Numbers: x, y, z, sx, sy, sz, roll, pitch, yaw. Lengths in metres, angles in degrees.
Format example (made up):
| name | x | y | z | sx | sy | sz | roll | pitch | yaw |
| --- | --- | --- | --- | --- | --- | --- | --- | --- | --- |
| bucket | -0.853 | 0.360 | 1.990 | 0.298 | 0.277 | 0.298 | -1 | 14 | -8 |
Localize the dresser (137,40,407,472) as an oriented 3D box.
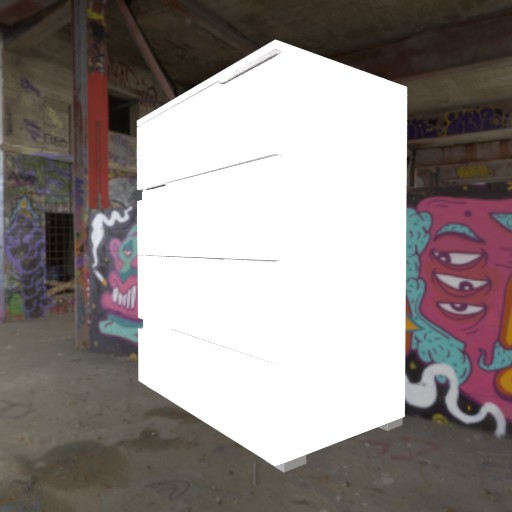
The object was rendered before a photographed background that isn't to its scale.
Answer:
| name | x | y | z | sx | sy | sz | roll | pitch | yaw |
| --- | --- | --- | --- | --- | --- | --- | --- | --- | --- |
| dresser | 0.000 | 0.000 | 1.190 | 0.400 | 0.800 | 0.650 | -1 | 2 | -37 |
